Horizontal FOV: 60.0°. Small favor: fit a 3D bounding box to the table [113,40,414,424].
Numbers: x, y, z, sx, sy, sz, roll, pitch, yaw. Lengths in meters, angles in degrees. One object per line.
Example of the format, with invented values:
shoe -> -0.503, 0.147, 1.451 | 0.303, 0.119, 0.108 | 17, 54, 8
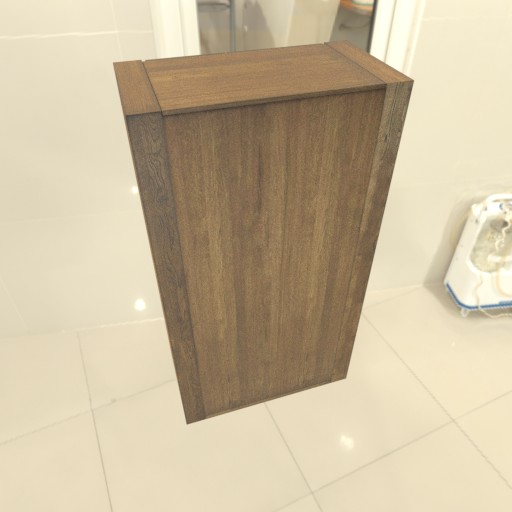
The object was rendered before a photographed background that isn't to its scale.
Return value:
table -> 0.000, 0.000, 2.461 | 1.100, 2.000, 0.600 | -12, 42, -13
